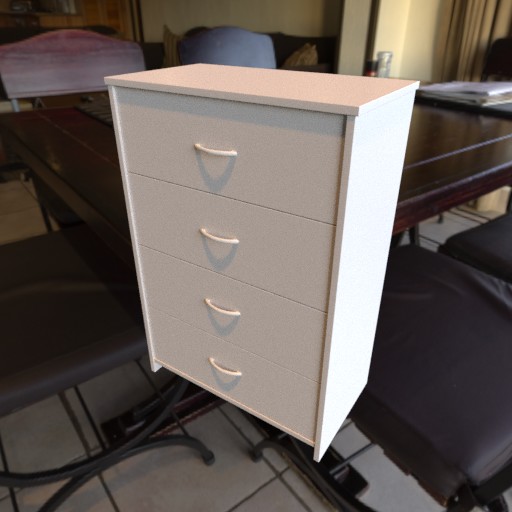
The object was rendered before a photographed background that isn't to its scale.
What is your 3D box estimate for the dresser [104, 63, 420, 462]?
[{"bbox_3d":[0.000,0.000,1.367,0.704,1.021,0.401,18,34,29],"label":"dresser"}]
